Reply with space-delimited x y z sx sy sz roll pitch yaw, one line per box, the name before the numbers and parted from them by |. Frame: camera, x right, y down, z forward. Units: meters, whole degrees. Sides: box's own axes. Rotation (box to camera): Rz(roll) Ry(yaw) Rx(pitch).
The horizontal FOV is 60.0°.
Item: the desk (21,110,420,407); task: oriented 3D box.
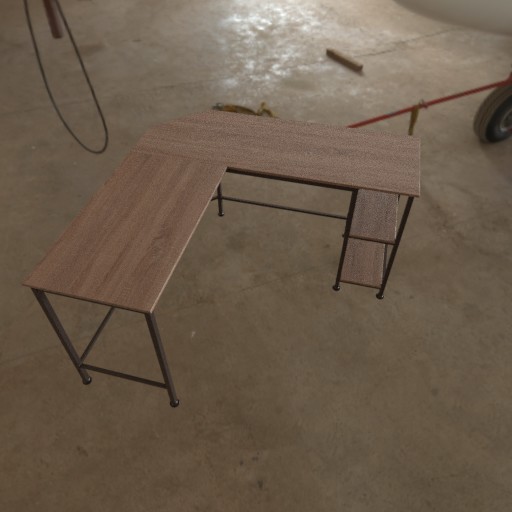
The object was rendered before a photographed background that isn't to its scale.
desk | 0.000 0.000 2.193 1.379 0.739 1.379 11 47 10
